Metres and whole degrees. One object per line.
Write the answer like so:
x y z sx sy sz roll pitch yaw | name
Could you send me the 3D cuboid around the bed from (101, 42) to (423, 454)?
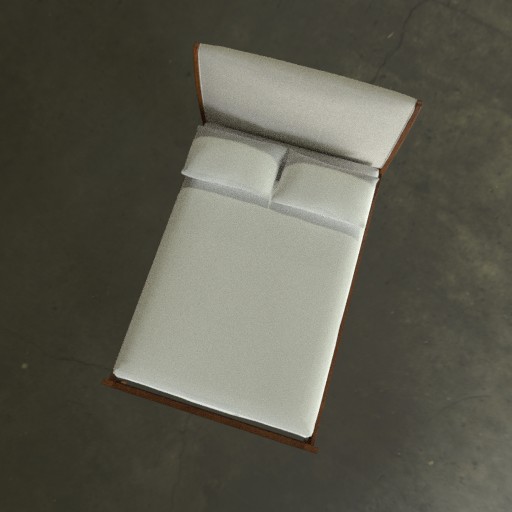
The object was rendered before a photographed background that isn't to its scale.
0.000 0.000 3.233 1.612 1.250 2.380 16 76 4 | bed
